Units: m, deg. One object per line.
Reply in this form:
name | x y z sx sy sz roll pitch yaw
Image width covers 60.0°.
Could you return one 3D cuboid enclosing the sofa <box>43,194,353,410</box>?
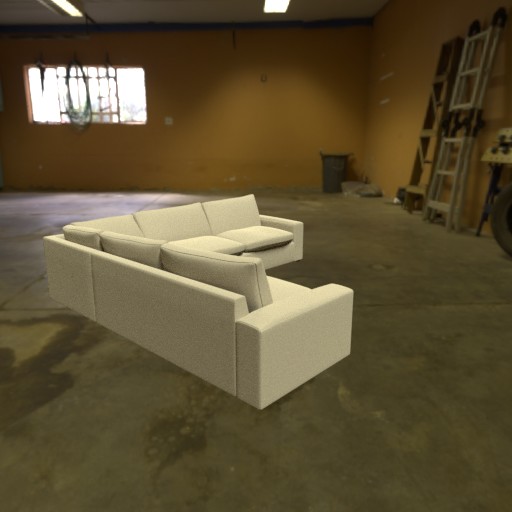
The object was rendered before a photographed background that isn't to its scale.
sofa | 0.000 0.000 4.756 3.066 0.918 3.206 13 19 41
